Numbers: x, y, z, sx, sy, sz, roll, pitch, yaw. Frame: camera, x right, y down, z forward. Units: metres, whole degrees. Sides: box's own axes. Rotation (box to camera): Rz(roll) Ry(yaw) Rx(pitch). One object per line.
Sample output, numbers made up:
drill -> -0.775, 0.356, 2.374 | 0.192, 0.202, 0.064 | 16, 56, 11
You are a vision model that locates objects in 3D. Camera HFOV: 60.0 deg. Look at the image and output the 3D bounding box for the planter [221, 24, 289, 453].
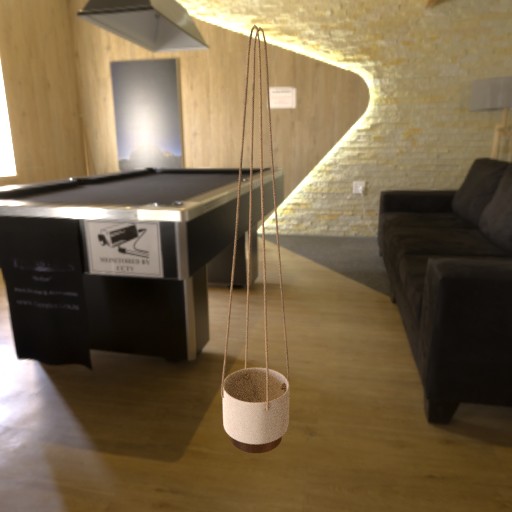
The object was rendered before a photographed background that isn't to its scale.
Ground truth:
planter -> 0.000, 0.000, 0.889 | 0.146, 0.841, 0.146 | 8, 17, 26
